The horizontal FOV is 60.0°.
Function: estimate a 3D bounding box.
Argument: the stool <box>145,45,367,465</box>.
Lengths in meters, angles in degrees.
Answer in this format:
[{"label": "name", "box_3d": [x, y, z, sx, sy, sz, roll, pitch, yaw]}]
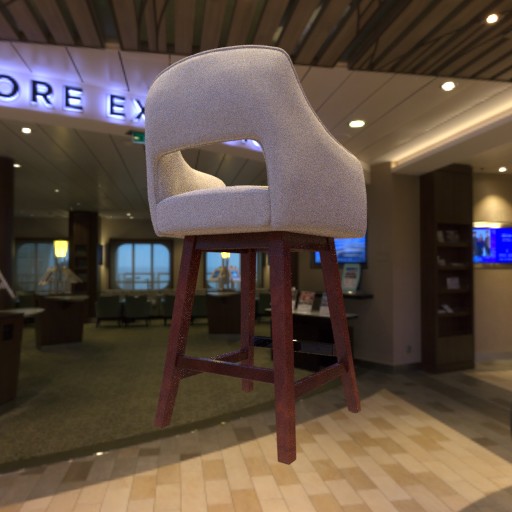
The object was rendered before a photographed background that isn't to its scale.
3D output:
[{"label": "stool", "box_3d": [0.000, 0.000, 1.254, 0.550, 0.936, 0.560, -1, -2, 34]}]
